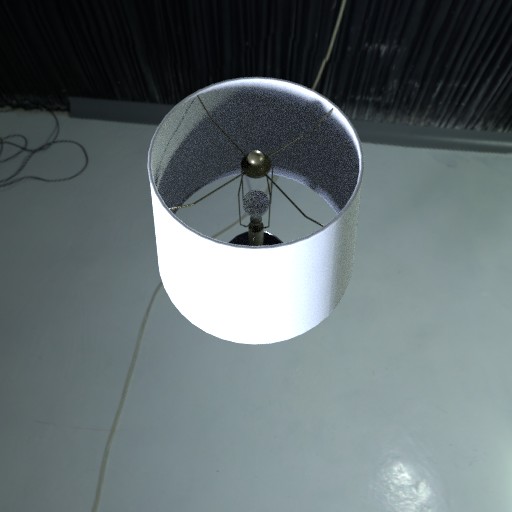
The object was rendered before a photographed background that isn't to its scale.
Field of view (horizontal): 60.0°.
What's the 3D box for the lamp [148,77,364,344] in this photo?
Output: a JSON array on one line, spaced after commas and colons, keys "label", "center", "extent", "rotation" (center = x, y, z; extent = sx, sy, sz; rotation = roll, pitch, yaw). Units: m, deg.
[{"label": "lamp", "center": [0.000, 0.000, 0.565], "extent": [0.239, 0.399, 0.239], "rotation": [0, 64, 0]}]
